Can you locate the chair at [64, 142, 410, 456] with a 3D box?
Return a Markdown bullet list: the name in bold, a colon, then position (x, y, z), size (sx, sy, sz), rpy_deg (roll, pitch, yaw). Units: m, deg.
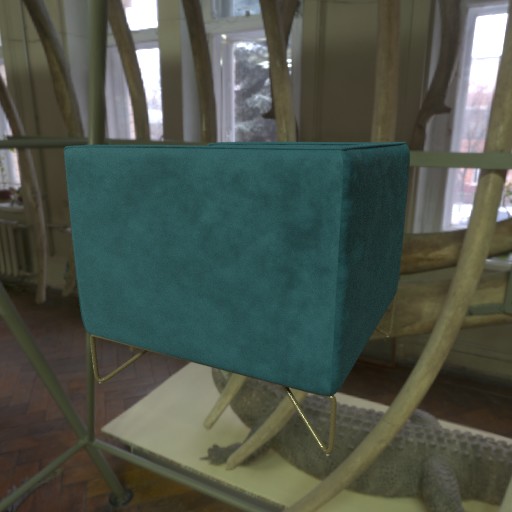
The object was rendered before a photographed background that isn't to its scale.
- **chair**: position (0.000, 0.000, 1.590), size (0.894, 0.790, 0.880), rpy_deg (8, 17, 26)
